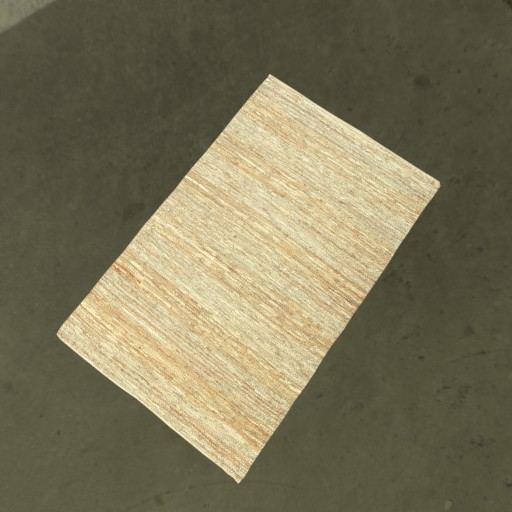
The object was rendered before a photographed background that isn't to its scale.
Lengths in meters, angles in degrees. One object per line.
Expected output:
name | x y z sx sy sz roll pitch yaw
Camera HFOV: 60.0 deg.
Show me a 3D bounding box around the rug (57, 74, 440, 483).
rug | 0.000 0.000 3.055 1.529 0.009 2.446 35 79 8
